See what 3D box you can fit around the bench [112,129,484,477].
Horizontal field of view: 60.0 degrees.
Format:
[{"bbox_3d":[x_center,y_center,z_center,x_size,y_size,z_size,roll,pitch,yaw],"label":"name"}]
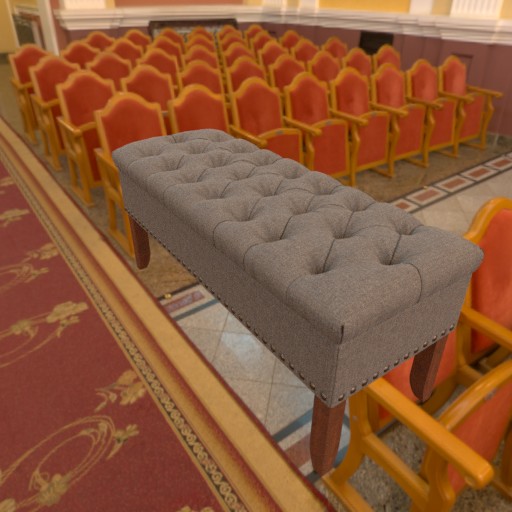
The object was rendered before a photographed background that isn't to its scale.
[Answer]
[{"bbox_3d":[0.000,0.000,1.270,0.417,0.470,1.052,-20,37,-29],"label":"bench"}]
